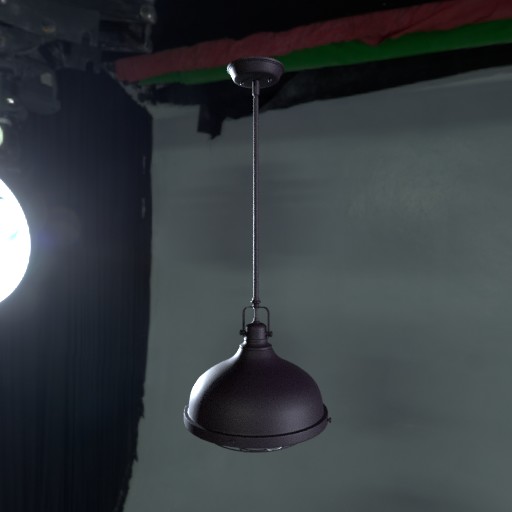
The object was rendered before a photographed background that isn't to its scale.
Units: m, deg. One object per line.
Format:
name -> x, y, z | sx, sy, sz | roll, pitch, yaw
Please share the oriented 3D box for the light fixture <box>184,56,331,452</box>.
light fixture -> 0.000, 0.000, 1.010 | 0.341, 0.849, 0.341 | 0, 1, 16
